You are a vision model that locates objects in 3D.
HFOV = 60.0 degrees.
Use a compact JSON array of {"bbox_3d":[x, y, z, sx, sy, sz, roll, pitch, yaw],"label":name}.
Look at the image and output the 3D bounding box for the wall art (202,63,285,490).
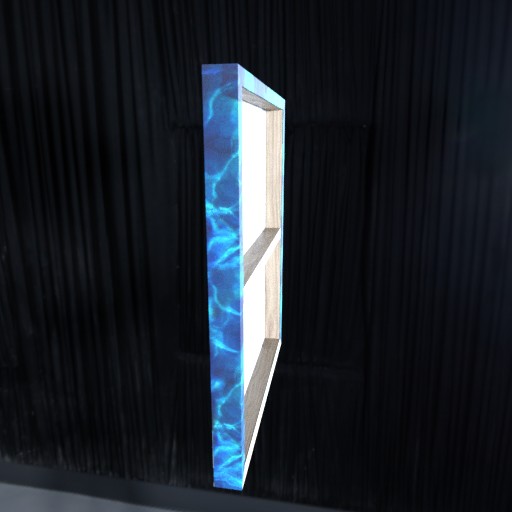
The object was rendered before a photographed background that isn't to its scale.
[{"bbox_3d":[0.000,0.000,0.712,0.038,0.508,0.432,3,15,9],"label":"wall art"}]
